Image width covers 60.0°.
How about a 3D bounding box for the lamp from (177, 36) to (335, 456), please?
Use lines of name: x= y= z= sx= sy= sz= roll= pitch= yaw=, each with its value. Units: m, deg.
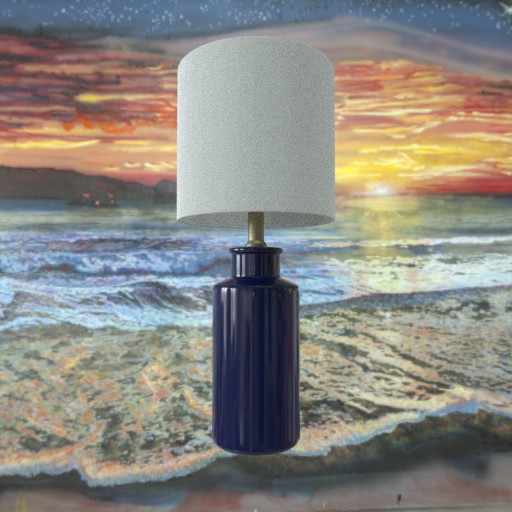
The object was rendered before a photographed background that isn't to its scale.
lamp: x=0.000 y=0.000 z=0.600 sx=0.212 sy=0.493 sz=0.212 roll=1 pitch=-2 yaw=-35
